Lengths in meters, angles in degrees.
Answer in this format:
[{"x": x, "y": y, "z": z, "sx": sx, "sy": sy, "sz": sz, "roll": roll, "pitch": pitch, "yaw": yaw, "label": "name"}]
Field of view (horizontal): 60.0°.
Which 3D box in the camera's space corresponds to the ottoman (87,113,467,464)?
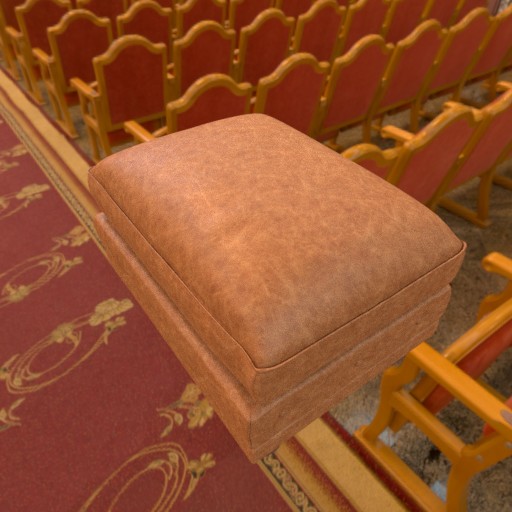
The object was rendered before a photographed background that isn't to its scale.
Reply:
[{"x": 0.000, "y": 0.000, "z": 1.044, "sx": 0.533, "sy": 0.480, "sz": 0.710, "roll": -25, "pitch": 47, "yaw": -26, "label": "ottoman"}]
